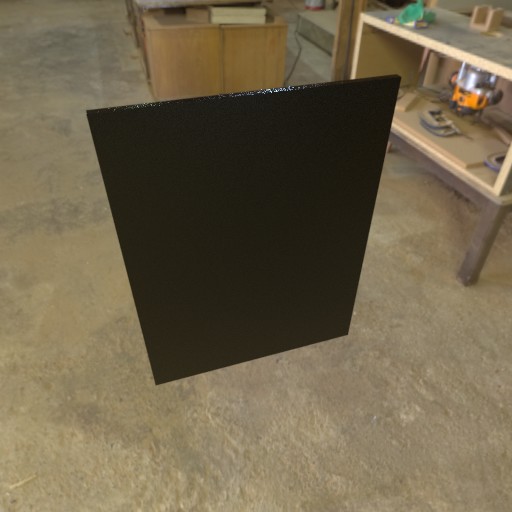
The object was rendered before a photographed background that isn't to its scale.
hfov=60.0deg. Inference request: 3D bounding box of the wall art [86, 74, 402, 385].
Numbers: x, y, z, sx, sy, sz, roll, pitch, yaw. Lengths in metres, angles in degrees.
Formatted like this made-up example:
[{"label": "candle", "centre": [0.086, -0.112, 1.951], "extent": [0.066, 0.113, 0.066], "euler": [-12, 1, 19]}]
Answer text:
[{"label": "wall art", "centre": [0.000, 0.000, 0.789], "extent": [0.442, 0.582, 0.013], "euler": [-12, 42, -13]}]
